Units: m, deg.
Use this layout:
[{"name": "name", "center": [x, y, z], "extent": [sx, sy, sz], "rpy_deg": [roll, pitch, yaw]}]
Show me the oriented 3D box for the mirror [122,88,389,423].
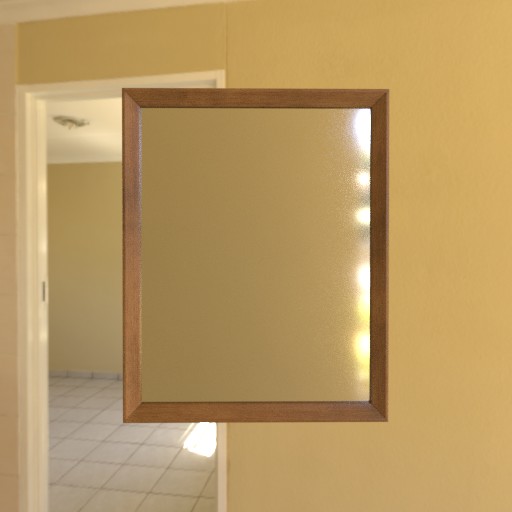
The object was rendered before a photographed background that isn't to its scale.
[{"name": "mirror", "center": [0.000, 0.000, 0.694], "extent": [0.406, 0.509, 0.041], "rpy_deg": [0, 1, -1]}]
